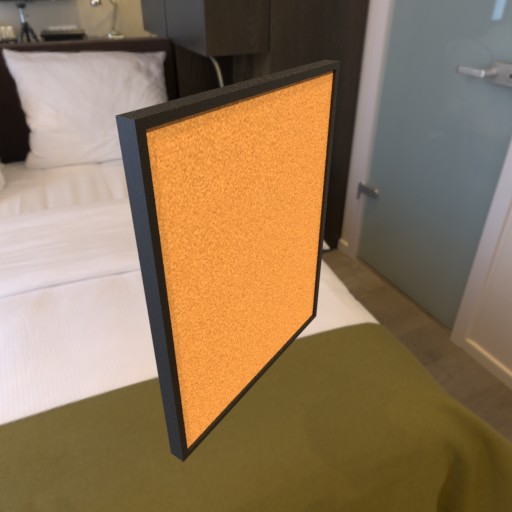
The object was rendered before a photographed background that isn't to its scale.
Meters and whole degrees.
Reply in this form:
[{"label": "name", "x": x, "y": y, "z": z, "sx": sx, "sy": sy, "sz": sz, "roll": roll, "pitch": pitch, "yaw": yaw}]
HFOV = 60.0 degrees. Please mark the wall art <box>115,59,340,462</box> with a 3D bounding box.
[{"label": "wall art", "x": 0.000, "y": 0.000, "z": 0.750, "sx": 0.029, "sy": 0.559, "sz": 0.457, "roll": 20, "pitch": 37, "yaw": 29}]
